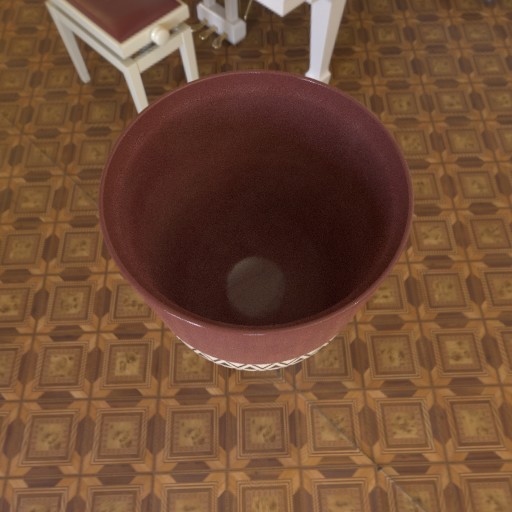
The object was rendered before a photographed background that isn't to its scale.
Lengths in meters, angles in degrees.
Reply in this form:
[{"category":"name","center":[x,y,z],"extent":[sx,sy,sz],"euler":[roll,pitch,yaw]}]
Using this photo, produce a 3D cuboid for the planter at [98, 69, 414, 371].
[{"category":"planter","center":[0.000,0.000,0.372],"extent":[0.195,0.214,0.195],"euler":[0,64,0]}]
